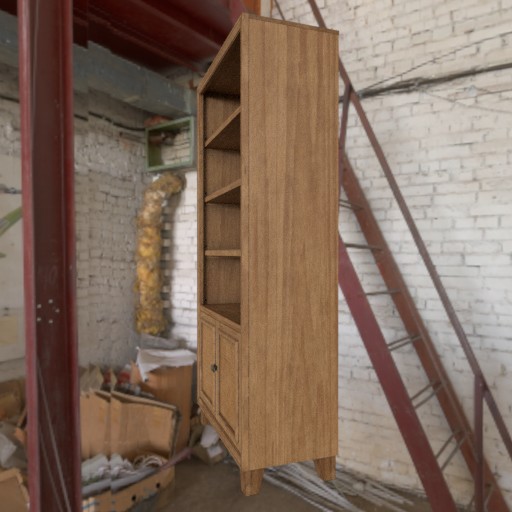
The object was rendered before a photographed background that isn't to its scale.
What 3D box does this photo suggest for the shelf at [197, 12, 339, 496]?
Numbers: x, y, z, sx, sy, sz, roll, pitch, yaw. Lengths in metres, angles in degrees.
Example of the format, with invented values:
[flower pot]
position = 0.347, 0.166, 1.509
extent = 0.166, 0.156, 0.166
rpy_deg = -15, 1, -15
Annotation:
[shelf]
position = 0.000, 0.000, 2.234
extent = 0.453, 1.930, 0.864
rpy_deg = 0, 0, -19
